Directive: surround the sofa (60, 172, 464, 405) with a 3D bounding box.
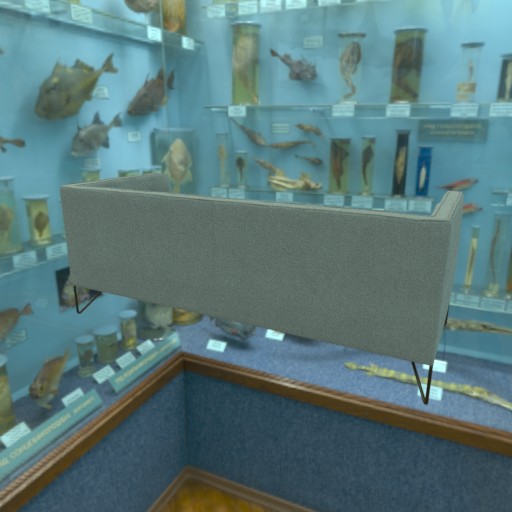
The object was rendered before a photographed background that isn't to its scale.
[{"bbox_3d":[0.000,0.000,2.547,2.079,0.798,0.912,8,19,26],"label":"sofa"}]
